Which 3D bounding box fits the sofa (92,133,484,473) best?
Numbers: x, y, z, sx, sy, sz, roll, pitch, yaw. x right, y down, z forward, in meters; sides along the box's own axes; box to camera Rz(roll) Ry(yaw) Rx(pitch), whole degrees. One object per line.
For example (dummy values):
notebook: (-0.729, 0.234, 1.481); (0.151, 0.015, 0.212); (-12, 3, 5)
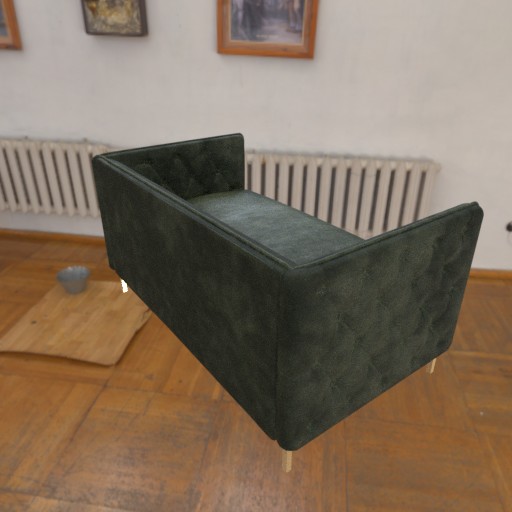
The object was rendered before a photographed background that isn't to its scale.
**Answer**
sofa: (0.000, 0.000, 2.002); (0.895, 0.768, 1.537); (-19, 32, -32)
